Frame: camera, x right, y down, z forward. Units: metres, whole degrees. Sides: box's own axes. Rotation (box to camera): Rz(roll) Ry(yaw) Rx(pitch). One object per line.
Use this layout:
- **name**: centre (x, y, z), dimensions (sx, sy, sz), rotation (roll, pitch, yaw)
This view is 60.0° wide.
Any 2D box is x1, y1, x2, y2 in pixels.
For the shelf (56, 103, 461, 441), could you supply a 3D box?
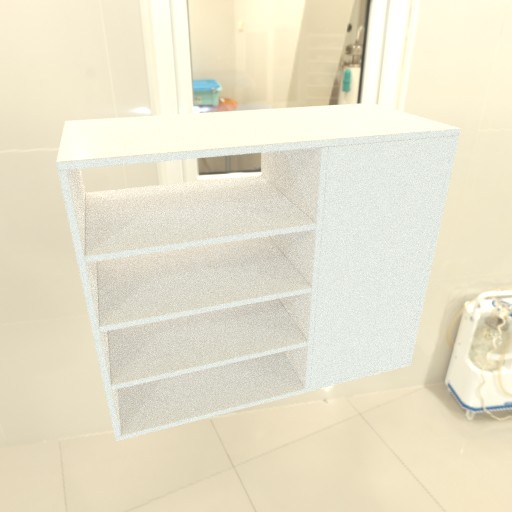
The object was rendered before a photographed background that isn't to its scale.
- **shelf**: centre (0.000, 0.000, 1.261), dimensions (0.895, 0.732, 0.396), rotation (-9, 29, -16)
